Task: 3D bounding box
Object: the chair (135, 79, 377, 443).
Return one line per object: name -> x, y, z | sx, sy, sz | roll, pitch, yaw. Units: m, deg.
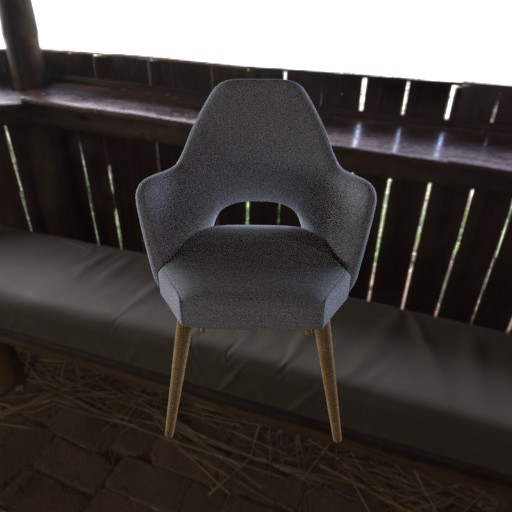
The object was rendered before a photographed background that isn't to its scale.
chair -> 0.000, 0.000, 1.233 | 0.590, 0.840, 0.610 | 1, 30, 2
